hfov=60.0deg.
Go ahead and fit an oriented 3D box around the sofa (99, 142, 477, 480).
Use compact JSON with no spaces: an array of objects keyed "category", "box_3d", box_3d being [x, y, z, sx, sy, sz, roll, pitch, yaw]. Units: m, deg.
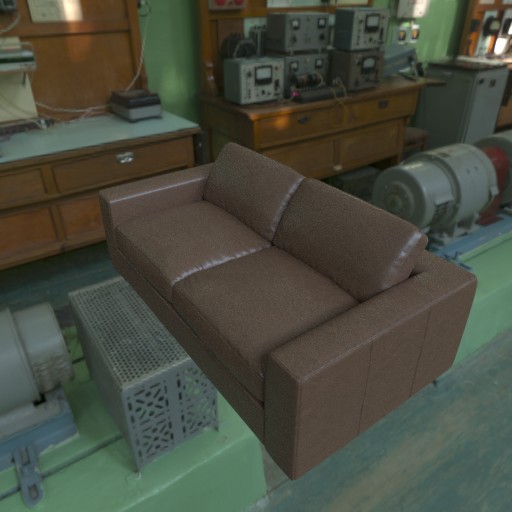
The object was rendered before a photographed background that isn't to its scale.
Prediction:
[{"category":"sofa","box_3d":[0.000,0.000,2.417,1.070,0.800,1.920,-21,37,-30]}]
